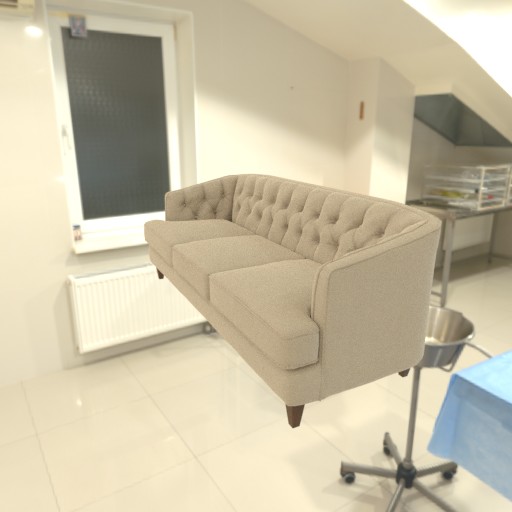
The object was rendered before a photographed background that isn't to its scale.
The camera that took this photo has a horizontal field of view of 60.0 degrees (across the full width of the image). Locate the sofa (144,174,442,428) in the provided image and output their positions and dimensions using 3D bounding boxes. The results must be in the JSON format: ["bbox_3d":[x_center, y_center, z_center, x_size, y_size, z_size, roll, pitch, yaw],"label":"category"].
[{"bbox_3d":[0.000,0.000,2.828,0.941,0.855,2.278,-8,19,-26],"label":"sofa"}]
